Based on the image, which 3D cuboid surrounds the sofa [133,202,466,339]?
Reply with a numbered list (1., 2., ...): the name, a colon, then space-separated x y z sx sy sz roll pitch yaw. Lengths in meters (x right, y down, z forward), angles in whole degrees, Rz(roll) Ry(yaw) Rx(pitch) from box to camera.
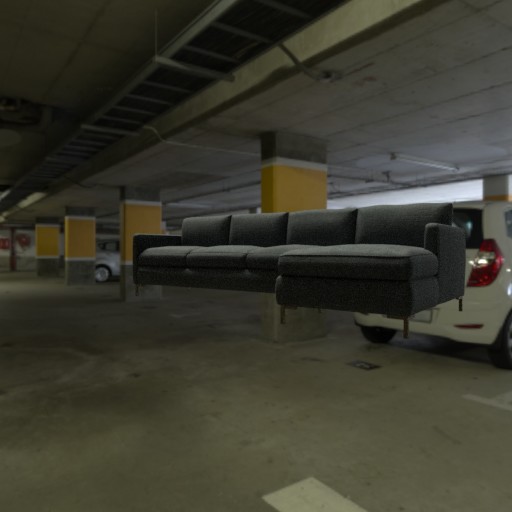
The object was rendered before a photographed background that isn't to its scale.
1. sofa: 0.000 0.000 3.598 2.932 0.810 1.350 1 1 37
